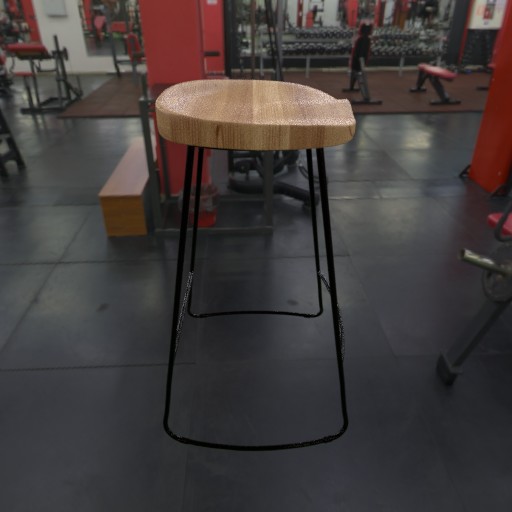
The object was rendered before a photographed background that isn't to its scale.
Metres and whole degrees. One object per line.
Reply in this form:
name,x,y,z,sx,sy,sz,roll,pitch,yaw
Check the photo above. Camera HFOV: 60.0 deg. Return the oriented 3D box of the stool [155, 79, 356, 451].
stool,0.000,0.000,0.971,0.401,0.679,0.480,0,30,0
